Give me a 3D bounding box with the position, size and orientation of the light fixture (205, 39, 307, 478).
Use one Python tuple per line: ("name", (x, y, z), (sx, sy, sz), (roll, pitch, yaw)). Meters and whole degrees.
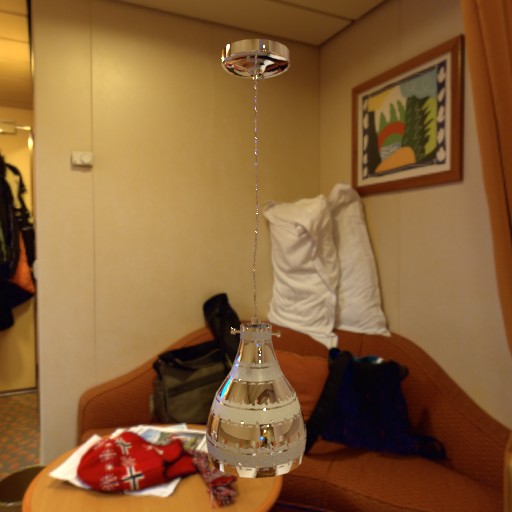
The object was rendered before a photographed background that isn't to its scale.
("light fixture", (0.000, 0.000, 1.622), (0.374, 1.457, 0.374), (0, 1, 18))
